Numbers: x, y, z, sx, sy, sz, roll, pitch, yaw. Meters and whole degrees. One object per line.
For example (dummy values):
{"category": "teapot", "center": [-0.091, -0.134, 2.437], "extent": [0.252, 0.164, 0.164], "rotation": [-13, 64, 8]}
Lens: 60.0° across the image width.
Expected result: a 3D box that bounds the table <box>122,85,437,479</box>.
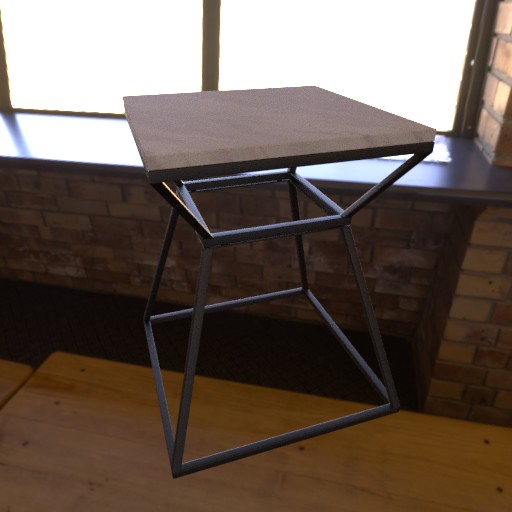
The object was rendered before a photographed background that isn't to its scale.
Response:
{"category": "table", "center": [0.000, 0.000, 0.875], "extent": [0.455, 0.559, 0.455], "rotation": [-9, 31, -16]}
